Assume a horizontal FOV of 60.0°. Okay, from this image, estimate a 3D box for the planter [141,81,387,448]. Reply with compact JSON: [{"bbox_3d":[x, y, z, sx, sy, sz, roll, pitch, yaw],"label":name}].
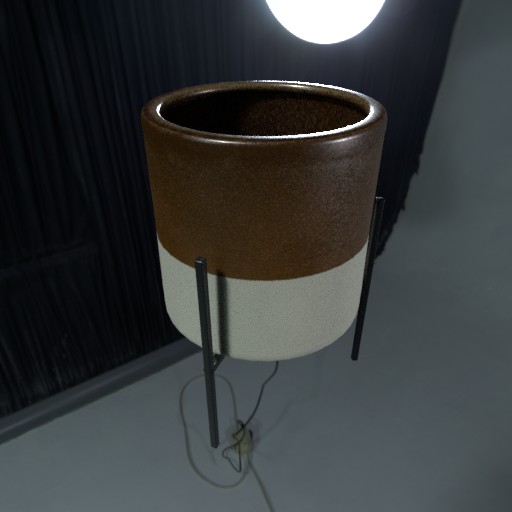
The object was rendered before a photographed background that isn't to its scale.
[{"bbox_3d":[0.000,0.000,0.557,0.255,0.375,0.269,-22,38,-31],"label":"planter"}]
